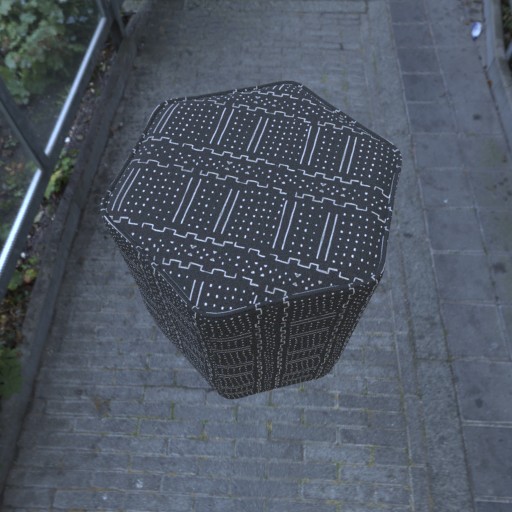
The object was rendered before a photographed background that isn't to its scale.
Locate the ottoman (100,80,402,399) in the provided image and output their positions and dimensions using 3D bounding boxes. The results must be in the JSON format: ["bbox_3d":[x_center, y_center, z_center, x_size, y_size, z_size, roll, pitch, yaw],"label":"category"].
[{"bbox_3d":[0.000,0.000,0.903,0.443,0.502,0.494,14,60,8],"label":"ottoman"}]
